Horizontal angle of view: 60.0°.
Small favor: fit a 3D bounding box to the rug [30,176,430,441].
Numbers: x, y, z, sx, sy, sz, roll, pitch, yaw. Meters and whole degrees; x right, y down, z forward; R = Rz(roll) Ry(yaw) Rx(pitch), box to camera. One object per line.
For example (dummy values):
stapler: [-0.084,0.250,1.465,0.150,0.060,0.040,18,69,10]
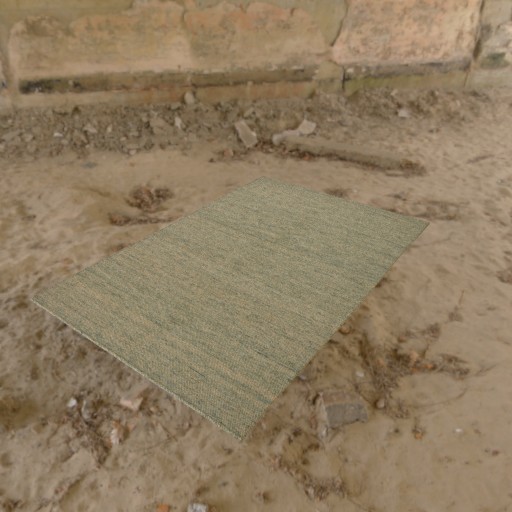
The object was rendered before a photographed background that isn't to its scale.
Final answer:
rug: [0.000,0.000,2.925,1.547,0.013,2.283,22,38,30]
